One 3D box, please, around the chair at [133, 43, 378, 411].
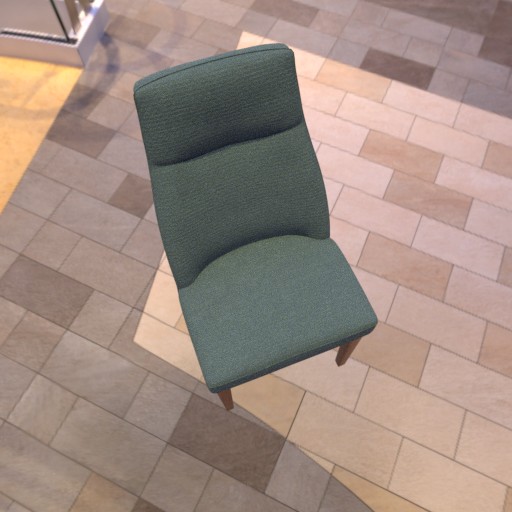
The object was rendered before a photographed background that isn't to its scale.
[{"bbox_3d":[0.000,0.000,1.280,0.500,0.930,0.620,-19,65,-9],"label":"chair"}]
